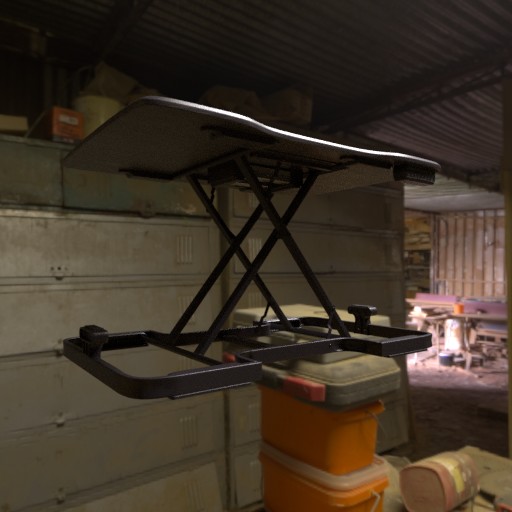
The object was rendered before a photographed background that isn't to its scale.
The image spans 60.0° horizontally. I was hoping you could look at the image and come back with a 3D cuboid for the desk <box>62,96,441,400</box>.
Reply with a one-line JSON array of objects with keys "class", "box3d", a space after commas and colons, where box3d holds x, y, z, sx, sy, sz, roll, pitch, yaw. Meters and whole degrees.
[{"class": "desk", "box3d": [0.000, 0.000, 1.103, 0.820, 0.470, 0.546, 1, -2, -36]}]
